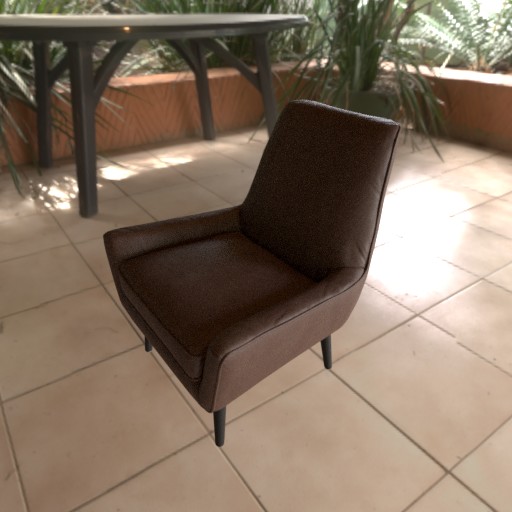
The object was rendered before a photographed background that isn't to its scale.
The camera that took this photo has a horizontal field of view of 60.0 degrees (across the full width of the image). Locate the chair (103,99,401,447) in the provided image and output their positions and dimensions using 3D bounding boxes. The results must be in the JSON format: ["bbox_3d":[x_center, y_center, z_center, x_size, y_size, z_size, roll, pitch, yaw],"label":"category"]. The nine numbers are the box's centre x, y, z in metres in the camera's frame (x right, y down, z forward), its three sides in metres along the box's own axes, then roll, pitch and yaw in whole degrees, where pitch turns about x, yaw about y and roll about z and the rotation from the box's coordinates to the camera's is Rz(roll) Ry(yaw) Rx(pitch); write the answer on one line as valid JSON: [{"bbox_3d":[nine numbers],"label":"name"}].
[{"bbox_3d":[0.000,0.000,1.511,0.824,0.888,0.787,-20,36,-31],"label":"chair"}]
